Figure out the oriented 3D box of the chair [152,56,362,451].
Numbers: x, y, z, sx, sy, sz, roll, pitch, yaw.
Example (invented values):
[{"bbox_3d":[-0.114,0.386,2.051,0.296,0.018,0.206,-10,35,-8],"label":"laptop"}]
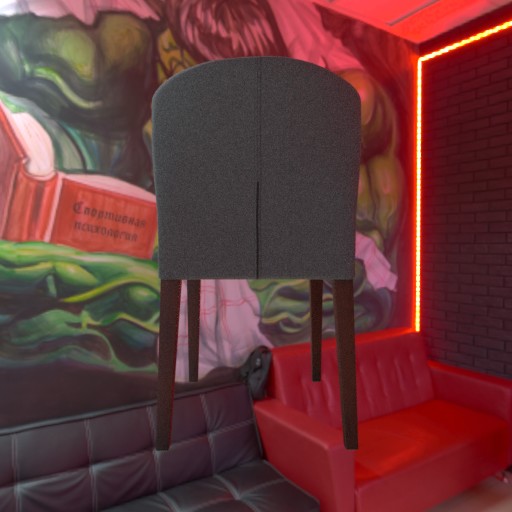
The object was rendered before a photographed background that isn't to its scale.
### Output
[{"bbox_3d":[0.000,0.000,1.203,0.491,0.839,0.592,0,1,-1],"label":"chair"}]
